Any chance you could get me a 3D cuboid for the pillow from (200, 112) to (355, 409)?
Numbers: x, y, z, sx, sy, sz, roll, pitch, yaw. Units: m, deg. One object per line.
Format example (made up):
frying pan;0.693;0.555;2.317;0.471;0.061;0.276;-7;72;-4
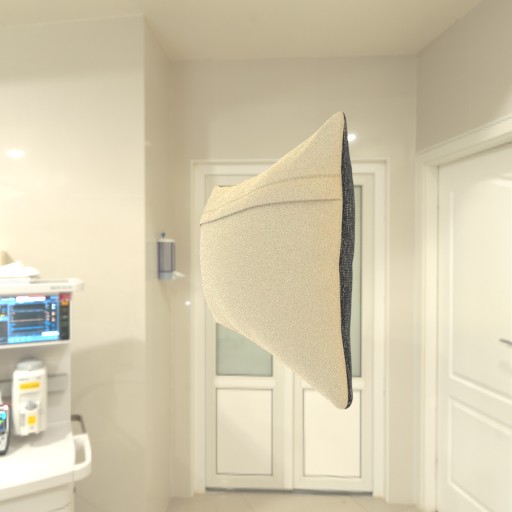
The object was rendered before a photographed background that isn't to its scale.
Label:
pillow;0.000;0.000;0.724;0.148;0.307;0.604;0;1;-18
